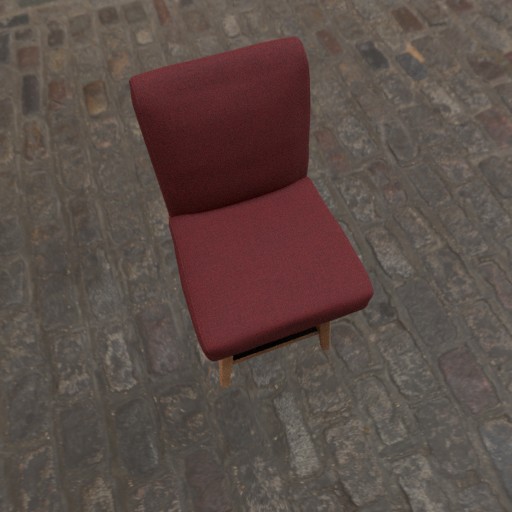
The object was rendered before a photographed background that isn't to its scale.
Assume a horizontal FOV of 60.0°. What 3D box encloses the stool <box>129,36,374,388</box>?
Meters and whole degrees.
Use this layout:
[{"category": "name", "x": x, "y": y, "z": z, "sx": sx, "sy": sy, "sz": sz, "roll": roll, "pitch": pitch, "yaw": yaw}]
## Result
[{"category": "stool", "x": 0.000, "y": 0.000, "z": 1.334, "sx": 0.468, "sy": 1.038, "sz": 0.562, "roll": -18, "pitch": 66, "yaw": -8}]
